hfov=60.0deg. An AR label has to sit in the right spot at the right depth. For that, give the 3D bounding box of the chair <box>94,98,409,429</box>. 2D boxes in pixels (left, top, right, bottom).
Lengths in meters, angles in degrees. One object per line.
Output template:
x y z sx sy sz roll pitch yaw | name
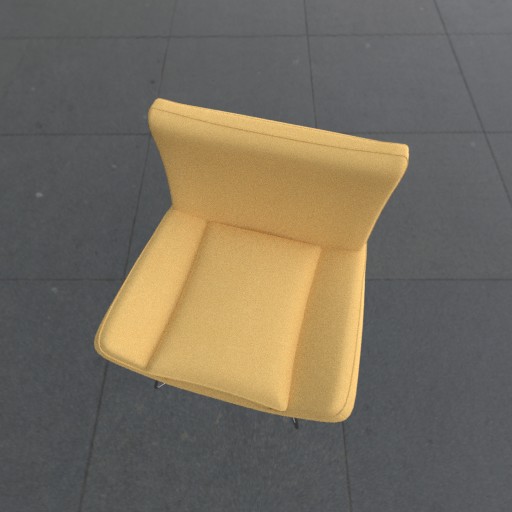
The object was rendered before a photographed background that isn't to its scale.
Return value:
0.000 0.000 1.633 0.859 0.855 1.008 13 59 8 | chair
